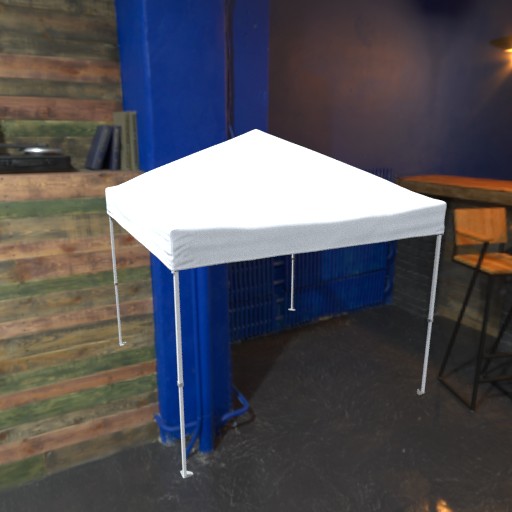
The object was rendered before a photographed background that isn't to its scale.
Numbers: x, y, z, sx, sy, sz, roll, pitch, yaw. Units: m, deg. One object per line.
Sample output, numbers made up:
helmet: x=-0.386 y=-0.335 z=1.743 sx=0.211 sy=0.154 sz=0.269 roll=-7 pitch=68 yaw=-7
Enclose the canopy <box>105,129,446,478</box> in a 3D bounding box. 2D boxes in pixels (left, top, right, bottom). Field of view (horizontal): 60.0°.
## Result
canopy: x=0.000 y=0.000 z=5.453 sx=2.996 sy=2.997 sz=2.998 roll=-8 pitch=17 yaw=-26
